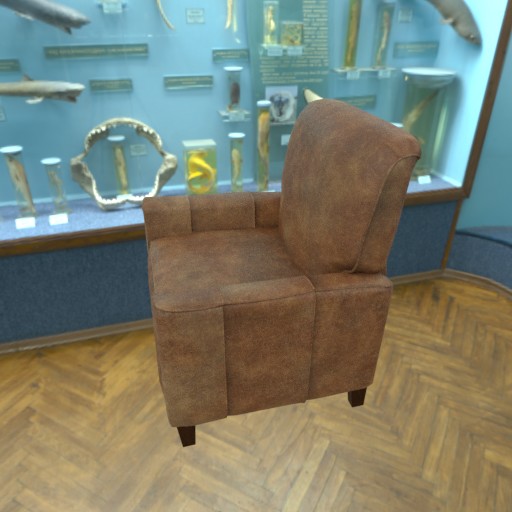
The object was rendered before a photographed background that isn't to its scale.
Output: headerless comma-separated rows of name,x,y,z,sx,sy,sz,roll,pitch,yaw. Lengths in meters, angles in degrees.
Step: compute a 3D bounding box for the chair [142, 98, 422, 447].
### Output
chair,0.000,0.000,1.699,0.836,1.043,0.843,-8,31,-13
